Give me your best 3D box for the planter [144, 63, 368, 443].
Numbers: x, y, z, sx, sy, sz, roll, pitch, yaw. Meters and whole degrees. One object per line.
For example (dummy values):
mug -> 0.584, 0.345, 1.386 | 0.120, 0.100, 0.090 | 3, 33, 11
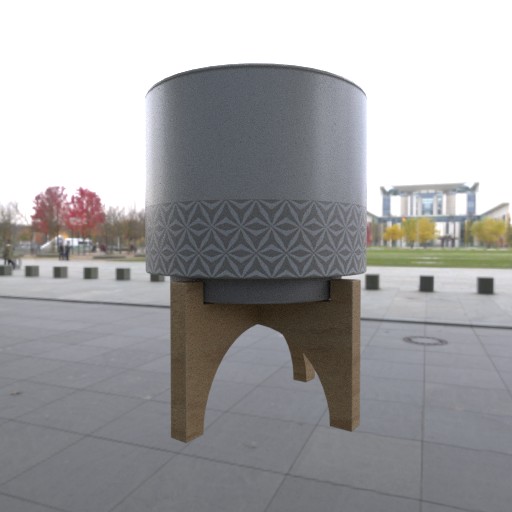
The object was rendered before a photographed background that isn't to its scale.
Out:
planter -> 0.000, 0.000, 0.513 | 0.249, 0.343, 0.249 | 0, 2, 0
